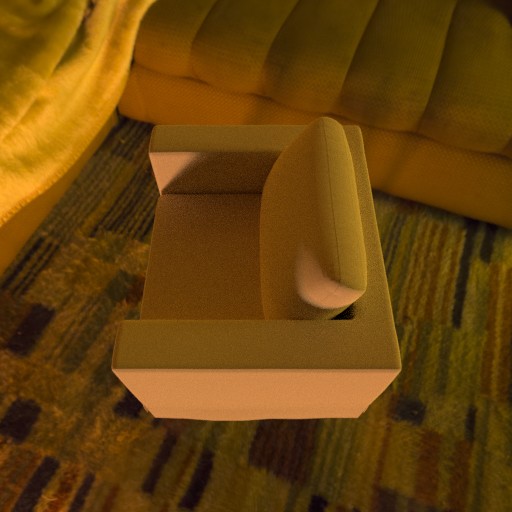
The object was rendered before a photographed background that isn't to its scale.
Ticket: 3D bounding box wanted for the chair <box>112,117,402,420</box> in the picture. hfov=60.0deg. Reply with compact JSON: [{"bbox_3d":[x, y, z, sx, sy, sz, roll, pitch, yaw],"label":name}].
[{"bbox_3d":[0.000,0.000,1.862,0.957,0.878,1.150,0,58,0],"label":"chair"}]
